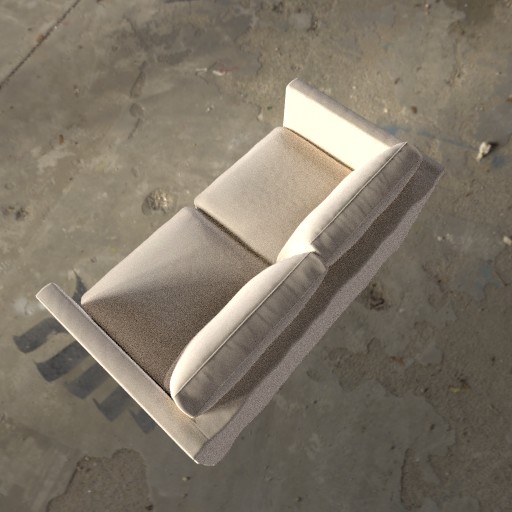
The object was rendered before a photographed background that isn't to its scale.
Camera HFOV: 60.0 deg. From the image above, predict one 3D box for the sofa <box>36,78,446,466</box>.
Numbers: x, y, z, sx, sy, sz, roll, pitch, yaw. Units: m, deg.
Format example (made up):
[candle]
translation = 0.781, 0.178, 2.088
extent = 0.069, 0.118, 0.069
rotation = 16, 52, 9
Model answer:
[sofa]
translation = 0.000, 0.000, 2.229
extent = 0.962, 0.834, 1.746
rotation = 38, 69, 18
